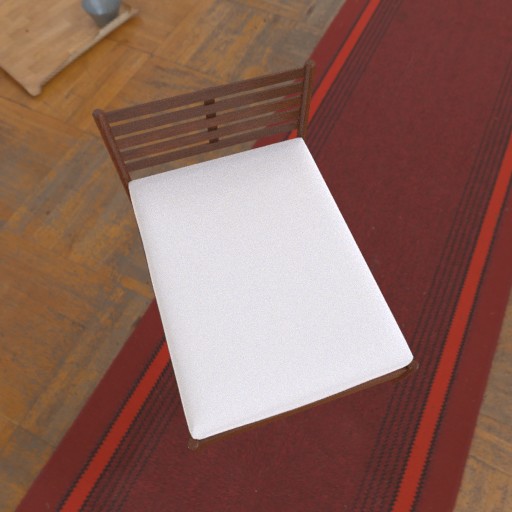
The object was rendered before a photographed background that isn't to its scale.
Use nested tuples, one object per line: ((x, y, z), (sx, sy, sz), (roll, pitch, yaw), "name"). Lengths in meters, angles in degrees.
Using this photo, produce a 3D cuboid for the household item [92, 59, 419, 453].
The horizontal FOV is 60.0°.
((0.000, 0.000, 3.294), (1.663, 1.356, 2.232), (-17, 63, -9), "household item")
